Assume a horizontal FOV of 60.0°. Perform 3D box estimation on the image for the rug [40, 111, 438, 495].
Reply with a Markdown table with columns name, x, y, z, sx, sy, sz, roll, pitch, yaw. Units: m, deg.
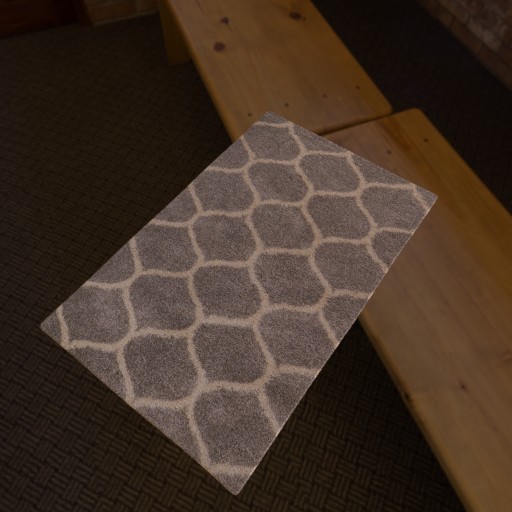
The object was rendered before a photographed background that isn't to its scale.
| name | x | y | z | sx | sy | sz | roll | pitch | yaw |
| --- | --- | --- | --- | --- | --- | --- | --- | --- | --- |
| rug | 0.000 | 0.000 | 2.908 | 1.501 | 0.025 | 2.348 | 32 | 64 | 18 |
